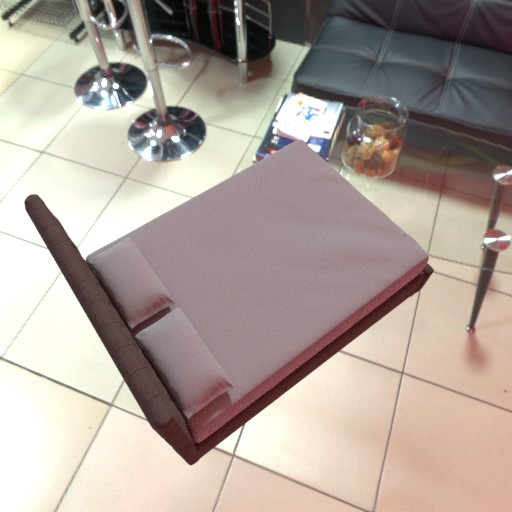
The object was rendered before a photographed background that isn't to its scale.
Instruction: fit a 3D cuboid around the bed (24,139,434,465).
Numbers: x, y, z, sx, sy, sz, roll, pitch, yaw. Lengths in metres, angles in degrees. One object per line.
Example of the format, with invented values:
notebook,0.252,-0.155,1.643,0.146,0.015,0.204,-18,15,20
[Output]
bed,0.000,0.000,3.338,2.387,1.427,1.698,-32,64,-18
